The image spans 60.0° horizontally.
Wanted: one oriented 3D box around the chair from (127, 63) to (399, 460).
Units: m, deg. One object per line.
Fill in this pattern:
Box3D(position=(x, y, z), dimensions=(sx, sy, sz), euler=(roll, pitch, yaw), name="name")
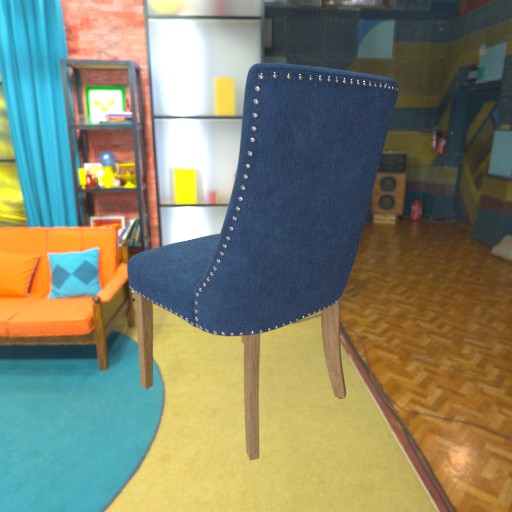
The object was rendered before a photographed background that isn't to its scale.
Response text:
Box3D(position=(0.000, 0.000, 1.219), dimensions=(0.495, 0.902, 0.610), euler=(-15, 22, -41), name="chair")
